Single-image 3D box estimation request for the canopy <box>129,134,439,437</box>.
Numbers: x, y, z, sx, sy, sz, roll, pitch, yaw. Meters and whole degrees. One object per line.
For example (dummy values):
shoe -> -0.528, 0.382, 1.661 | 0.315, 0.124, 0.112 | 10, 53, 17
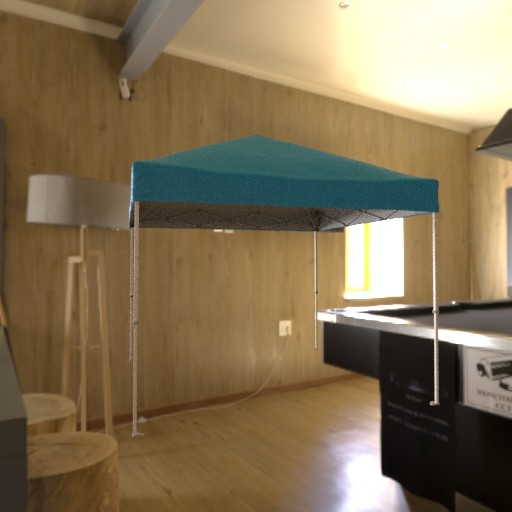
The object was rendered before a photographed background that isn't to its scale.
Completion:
canopy -> 0.000, 0.000, 5.457 | 2.996, 2.997, 2.998 | 0, -1, -16
